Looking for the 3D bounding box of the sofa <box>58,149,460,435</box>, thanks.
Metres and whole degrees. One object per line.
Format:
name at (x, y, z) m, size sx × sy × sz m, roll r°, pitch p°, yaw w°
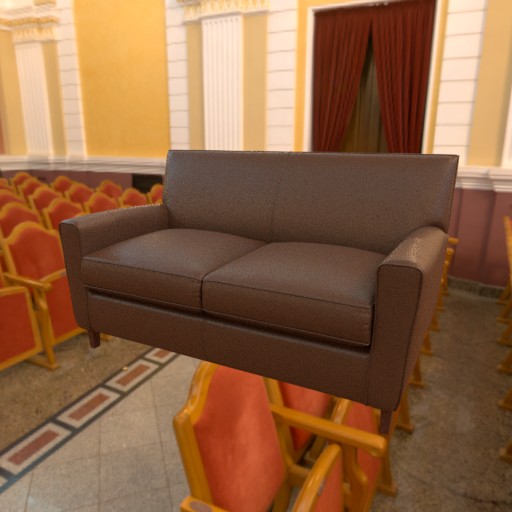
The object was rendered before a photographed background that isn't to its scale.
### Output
sofa at (0.000, 0.000, 1.914) m, size 1.468 × 0.859 × 0.853 m, roll 8°, pitch 17°, yaw 26°
